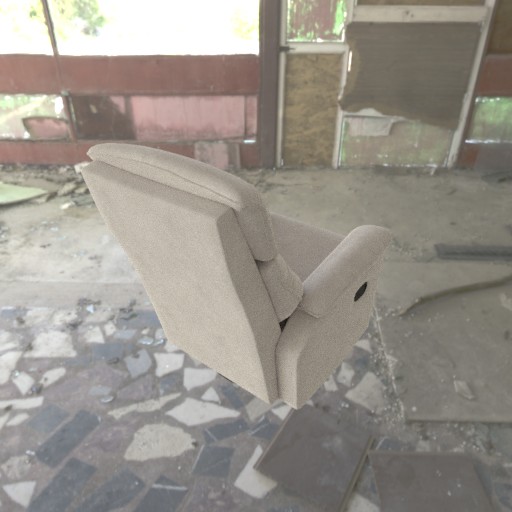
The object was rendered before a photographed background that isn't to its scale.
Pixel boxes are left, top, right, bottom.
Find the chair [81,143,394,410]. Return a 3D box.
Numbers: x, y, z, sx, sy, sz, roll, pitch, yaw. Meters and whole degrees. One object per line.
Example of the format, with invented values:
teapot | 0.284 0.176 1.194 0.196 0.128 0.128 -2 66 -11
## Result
chair | 0.000 0.000 1.744 0.820 1.039 1.001 22 38 32
